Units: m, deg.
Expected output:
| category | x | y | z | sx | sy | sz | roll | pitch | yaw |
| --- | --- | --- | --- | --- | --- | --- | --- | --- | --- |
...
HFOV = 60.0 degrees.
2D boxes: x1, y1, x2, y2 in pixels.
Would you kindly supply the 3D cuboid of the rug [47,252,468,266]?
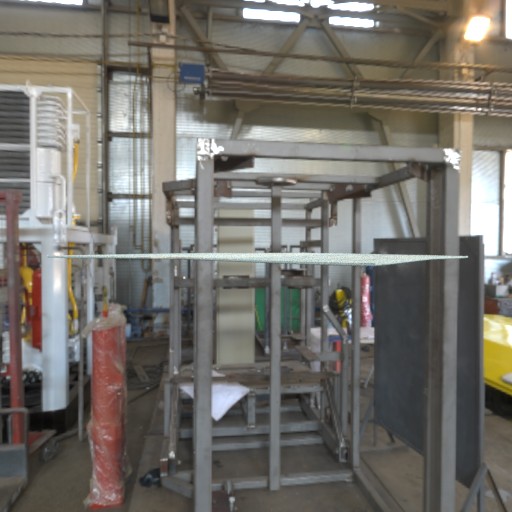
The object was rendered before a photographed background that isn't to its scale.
| category | x | y | z | sx | sy | sz | roll | pitch | yaw |
| --- | --- | --- | --- | --- | --- | --- | --- | --- | --- |
| rug | 0.000 | 0.000 | 2.898 | 2.260 | 0.026 | 1.611 | 1 | 1 | 37 |
